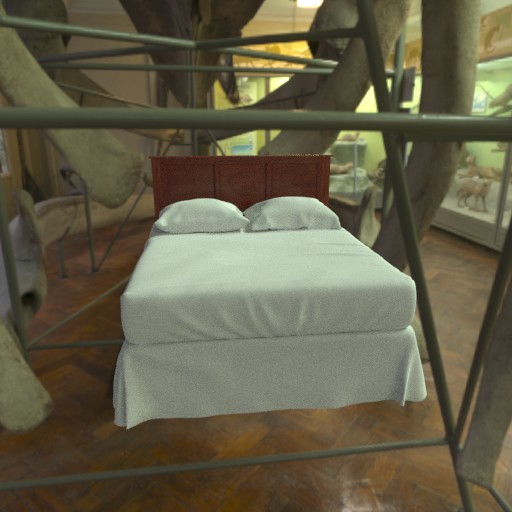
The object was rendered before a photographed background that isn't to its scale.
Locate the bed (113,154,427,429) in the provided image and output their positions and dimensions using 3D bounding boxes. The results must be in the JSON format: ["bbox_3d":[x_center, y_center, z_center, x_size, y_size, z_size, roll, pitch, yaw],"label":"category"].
[{"bbox_3d":[0.000,0.000,3.200,1.870,1.270,2.050,-2,17,-7],"label":"bed"}]
